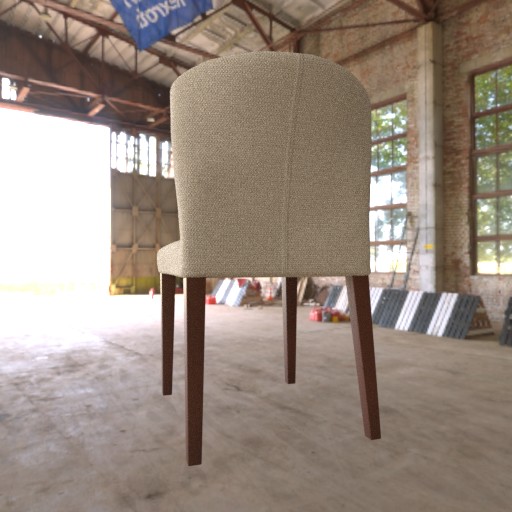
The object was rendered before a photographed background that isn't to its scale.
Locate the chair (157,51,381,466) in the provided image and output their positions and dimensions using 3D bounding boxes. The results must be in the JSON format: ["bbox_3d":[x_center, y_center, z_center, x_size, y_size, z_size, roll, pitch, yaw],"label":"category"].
[{"bbox_3d":[0.000,0.000,1.181,0.491,0.839,0.589,0,-1,-18],"label":"chair"}]
